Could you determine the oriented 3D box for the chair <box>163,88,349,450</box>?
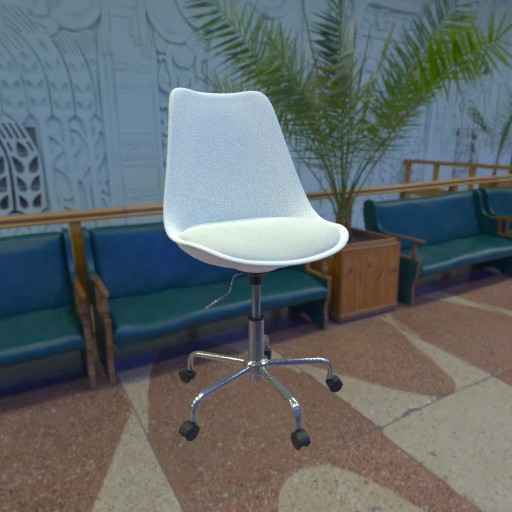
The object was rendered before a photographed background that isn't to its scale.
[{"bbox_3d":[0.000,0.000,1.266,0.550,0.930,0.550,-8,18,-26],"label":"chair"}]
